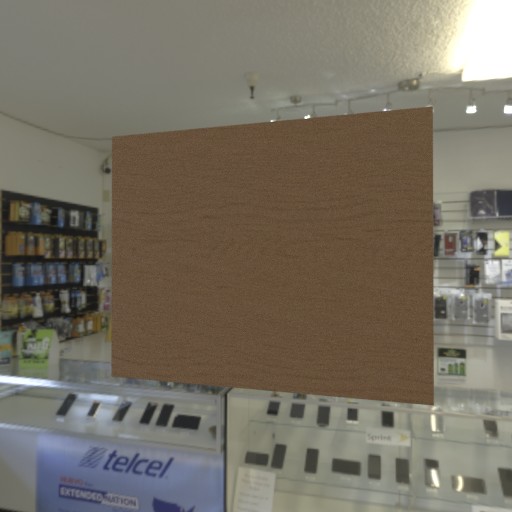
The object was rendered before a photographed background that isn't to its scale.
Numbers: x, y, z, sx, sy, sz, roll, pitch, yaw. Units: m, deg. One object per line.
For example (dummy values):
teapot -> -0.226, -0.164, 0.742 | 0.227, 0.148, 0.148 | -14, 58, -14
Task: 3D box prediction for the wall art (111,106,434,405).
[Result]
wall art -> 0.000, 0.000, 0.682 | 0.508, 0.406, 0.013 | 0, 0, 17
